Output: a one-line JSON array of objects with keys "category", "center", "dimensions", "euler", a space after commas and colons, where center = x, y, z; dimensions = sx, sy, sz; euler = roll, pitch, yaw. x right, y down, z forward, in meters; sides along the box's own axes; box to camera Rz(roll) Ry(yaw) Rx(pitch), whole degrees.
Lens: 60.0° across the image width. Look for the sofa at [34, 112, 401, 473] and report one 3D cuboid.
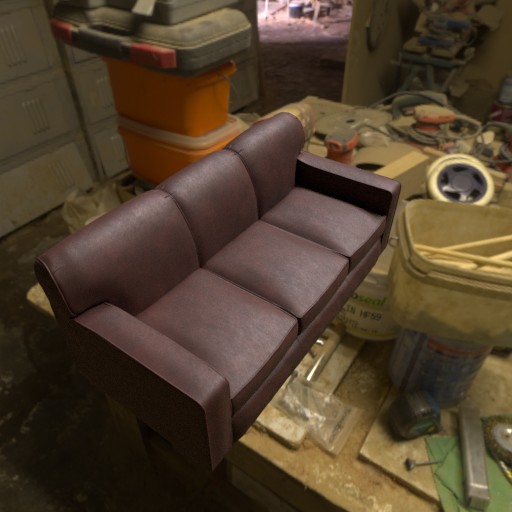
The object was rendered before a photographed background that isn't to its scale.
[{"category": "sofa", "center": [0.000, 0.000, 2.587], "dimensions": [1.008, 0.953, 2.039], "euler": [25, 46, 26]}]
